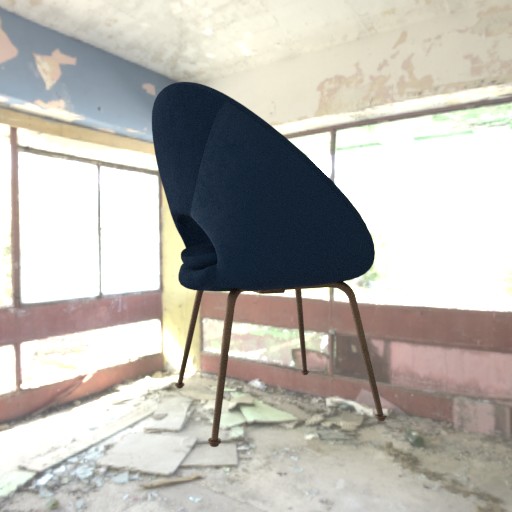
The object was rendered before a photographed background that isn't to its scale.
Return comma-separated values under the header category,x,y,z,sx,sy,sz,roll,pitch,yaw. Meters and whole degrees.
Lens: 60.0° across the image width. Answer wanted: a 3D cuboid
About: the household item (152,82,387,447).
category,x,y,z,sx,sy,sz,roll,pitch,yaw
household item,0.000,0.000,1.263,0.573,0.852,0.623,0,1,-20
